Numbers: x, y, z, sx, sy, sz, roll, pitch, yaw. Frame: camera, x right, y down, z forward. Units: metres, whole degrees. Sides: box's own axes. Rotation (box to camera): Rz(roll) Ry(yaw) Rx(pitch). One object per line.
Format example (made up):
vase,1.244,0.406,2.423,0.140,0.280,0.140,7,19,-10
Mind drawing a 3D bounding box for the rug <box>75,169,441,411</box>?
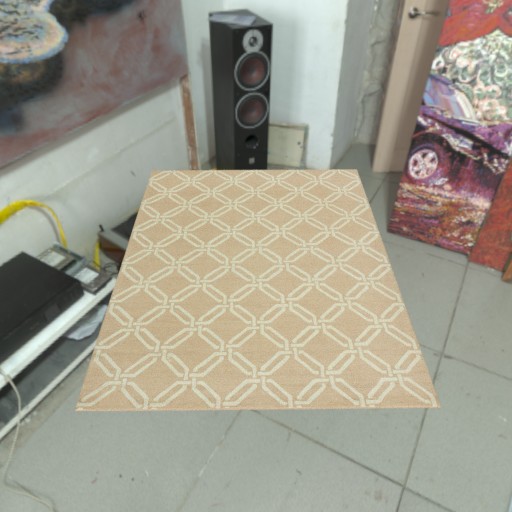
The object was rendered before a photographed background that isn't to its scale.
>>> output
rug,0.000,0.000,3.850,2.288,0.018,2.895,0,41,0
